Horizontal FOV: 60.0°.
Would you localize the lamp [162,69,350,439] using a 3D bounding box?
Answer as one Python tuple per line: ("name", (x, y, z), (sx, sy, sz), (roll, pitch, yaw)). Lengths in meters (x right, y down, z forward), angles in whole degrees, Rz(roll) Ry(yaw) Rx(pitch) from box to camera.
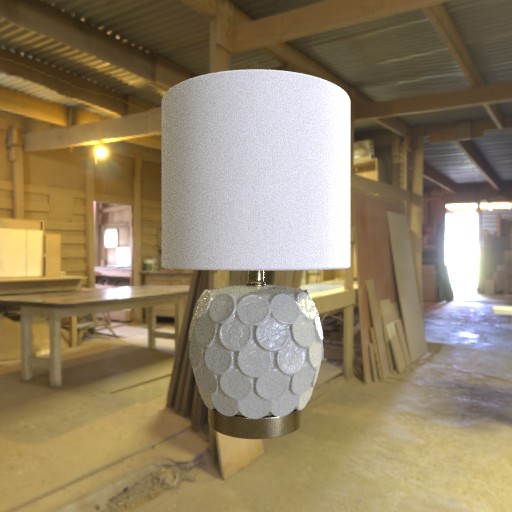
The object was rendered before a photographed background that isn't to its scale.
("lamp", (0.000, 0.000, 0.610), (0.254, 0.452, 0.254), (0, 0, 0))
